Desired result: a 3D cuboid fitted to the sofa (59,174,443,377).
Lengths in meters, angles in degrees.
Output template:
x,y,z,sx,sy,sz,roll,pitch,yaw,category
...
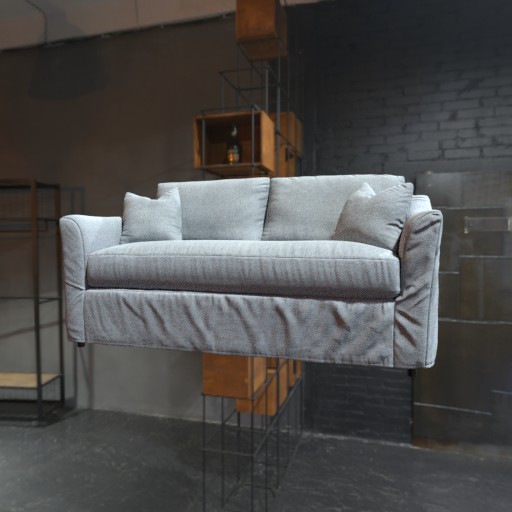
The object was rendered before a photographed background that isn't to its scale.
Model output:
x,y,z,sx,sy,sz,roll,pitch,yaw,category
0.000,0.000,2.652,2.010,1.018,1.072,1,2,18,sofa
